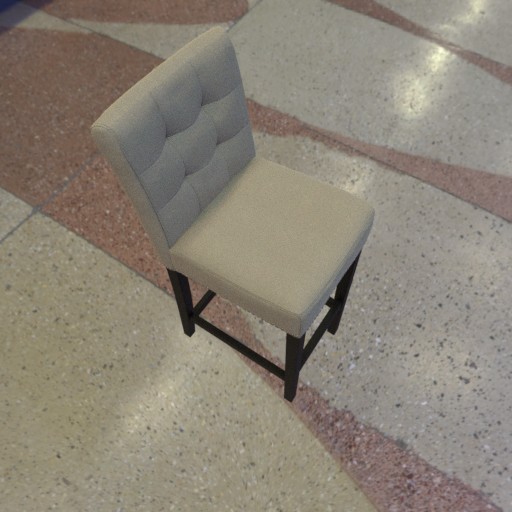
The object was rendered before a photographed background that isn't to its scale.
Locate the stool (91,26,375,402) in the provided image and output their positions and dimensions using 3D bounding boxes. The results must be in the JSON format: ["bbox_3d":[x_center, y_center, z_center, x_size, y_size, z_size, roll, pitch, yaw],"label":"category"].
[{"bbox_3d":[0.000,0.000,1.295,0.548,1.047,0.411,30,63,17],"label":"stool"}]
